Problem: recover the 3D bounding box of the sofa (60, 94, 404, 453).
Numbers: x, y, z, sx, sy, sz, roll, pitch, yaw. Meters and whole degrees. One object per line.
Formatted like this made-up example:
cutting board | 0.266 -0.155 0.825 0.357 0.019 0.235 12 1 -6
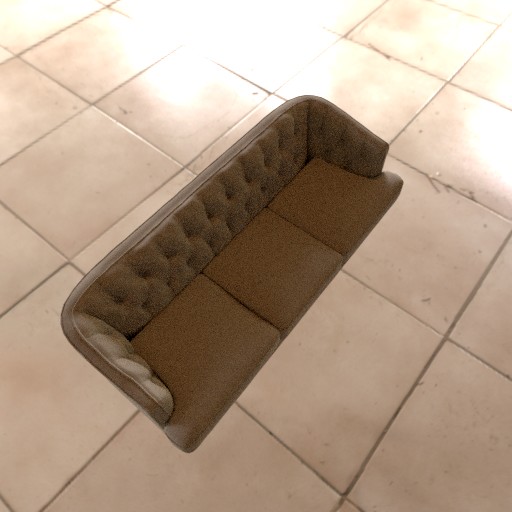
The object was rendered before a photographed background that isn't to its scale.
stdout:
sofa | 0.000 0.000 2.830 0.941 0.855 2.278 34 64 19
